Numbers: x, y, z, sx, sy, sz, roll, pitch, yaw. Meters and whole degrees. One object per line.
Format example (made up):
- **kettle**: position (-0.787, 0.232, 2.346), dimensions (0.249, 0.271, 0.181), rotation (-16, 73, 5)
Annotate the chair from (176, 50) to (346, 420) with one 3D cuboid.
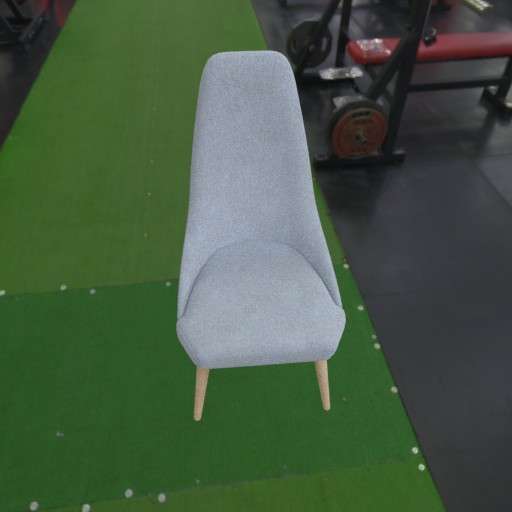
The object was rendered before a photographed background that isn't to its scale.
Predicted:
- **chair**: position (0.000, 0.000, 1.425), dimensions (0.510, 1.040, 0.660), rotation (-3, 46, -3)
